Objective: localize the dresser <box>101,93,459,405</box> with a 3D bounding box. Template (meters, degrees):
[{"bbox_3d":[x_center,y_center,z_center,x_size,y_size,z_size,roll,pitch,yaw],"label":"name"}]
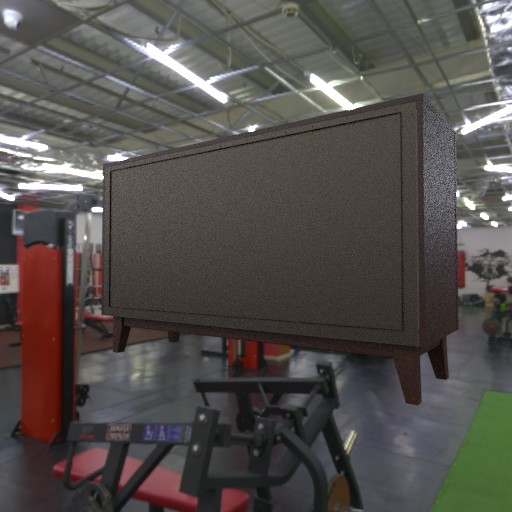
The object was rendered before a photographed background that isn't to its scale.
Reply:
[{"bbox_3d":[0.000,0.000,2.021,1.609,0.971,0.499,-1,-2,35],"label":"dresser"}]
